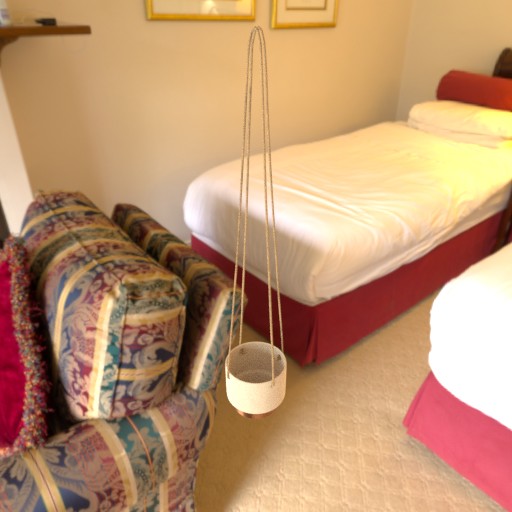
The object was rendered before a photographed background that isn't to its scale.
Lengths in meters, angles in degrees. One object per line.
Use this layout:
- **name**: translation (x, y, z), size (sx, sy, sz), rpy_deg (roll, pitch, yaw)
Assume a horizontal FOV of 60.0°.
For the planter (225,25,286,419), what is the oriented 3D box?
- **planter**: translation (0.000, 0.000, 0.912), size (0.146, 0.841, 0.146), rpy_deg (7, 30, 12)
